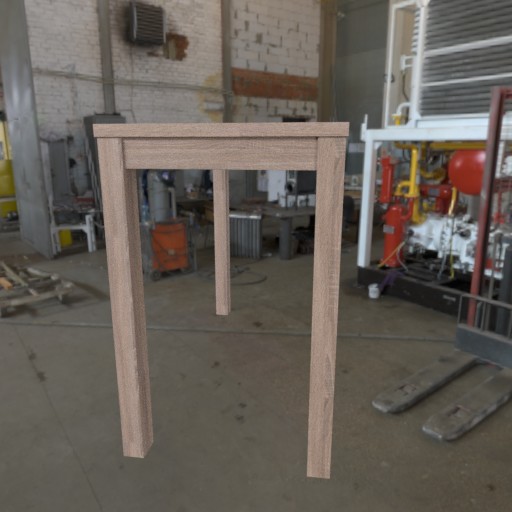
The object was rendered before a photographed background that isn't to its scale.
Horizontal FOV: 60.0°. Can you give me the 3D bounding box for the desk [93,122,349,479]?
[{"bbox_3d":[0.000,0.000,1.402,0.495,0.762,0.991,2,14,9],"label":"desk"}]
